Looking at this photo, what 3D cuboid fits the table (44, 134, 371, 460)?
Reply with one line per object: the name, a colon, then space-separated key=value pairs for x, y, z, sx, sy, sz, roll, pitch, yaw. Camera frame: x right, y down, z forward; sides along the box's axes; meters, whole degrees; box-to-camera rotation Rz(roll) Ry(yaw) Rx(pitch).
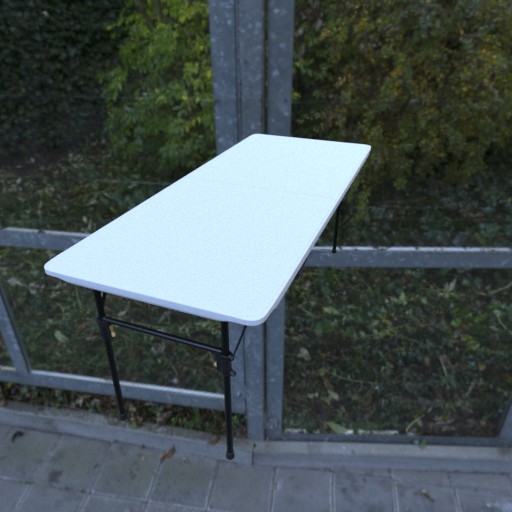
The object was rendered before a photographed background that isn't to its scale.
table: x=0.000 y=0.000 z=2.192 sx=0.761 sy=0.719 sz=1.829 roll=11 pitch=31 yaw=19
